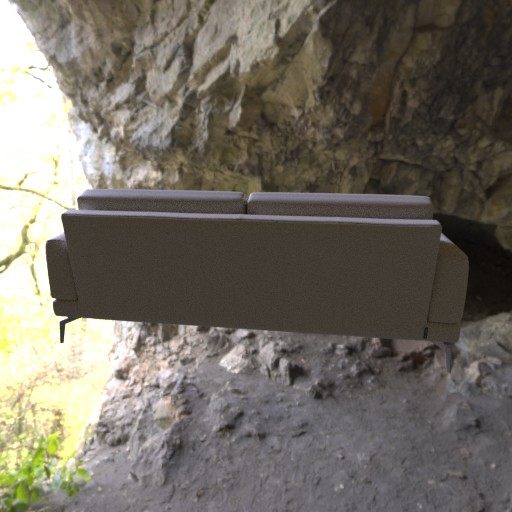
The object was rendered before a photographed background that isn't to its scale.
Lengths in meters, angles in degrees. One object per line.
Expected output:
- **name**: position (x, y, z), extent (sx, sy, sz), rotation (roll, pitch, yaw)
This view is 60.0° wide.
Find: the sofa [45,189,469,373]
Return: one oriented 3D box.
- **sofa**: position (0.000, 0.000, 2.393), extent (1.940, 0.765, 0.974), rotation (2, 16, 8)
